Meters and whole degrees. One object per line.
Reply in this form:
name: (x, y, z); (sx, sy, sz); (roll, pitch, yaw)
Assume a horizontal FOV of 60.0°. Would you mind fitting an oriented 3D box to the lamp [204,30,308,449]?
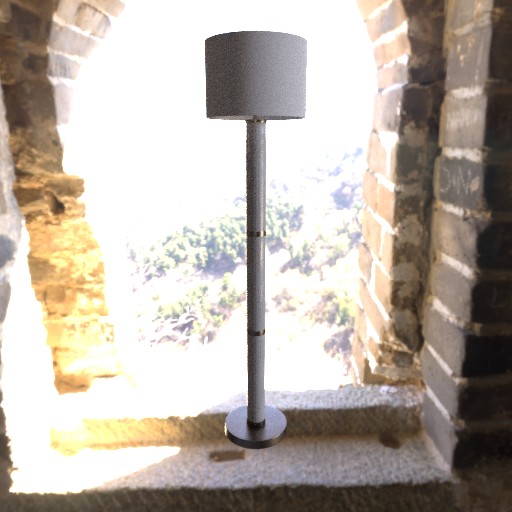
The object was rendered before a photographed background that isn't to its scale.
lamp: (0.000, 0.000, 1.795); (0.377, 1.599, 0.377); (-13, 19, -43)
